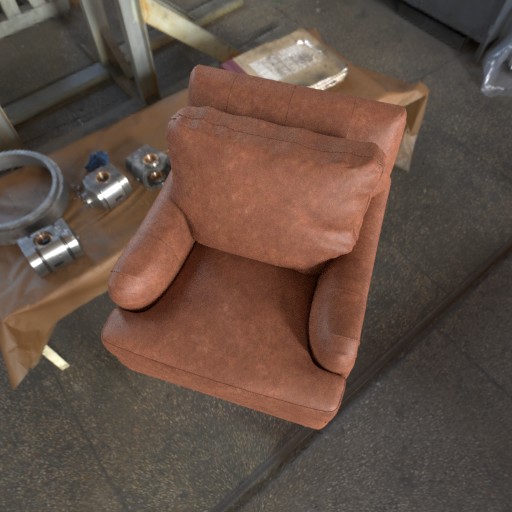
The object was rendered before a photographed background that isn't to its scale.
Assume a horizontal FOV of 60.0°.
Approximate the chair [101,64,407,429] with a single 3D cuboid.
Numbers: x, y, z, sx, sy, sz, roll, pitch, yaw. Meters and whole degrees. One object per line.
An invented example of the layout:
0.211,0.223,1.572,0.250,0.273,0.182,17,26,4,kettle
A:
0.000,0.000,1.922,0.986,1.055,1.158,15,60,9,chair
